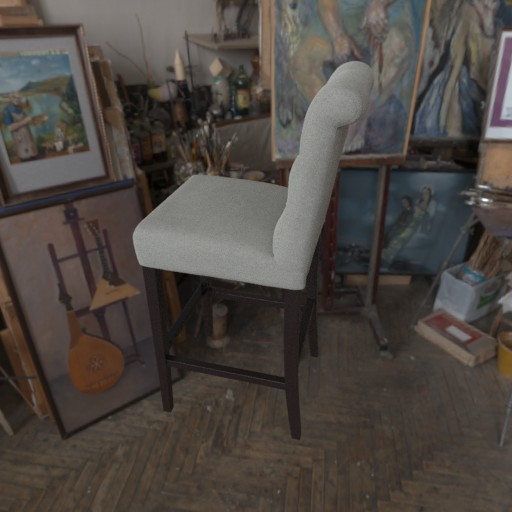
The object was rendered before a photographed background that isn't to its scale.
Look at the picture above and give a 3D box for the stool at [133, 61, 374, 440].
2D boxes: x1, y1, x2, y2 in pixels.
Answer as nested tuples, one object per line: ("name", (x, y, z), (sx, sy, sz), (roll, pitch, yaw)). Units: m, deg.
("stool", (0.000, 0.000, 1.443), (0.601, 1.140, 0.493), (8, 31, 13))
